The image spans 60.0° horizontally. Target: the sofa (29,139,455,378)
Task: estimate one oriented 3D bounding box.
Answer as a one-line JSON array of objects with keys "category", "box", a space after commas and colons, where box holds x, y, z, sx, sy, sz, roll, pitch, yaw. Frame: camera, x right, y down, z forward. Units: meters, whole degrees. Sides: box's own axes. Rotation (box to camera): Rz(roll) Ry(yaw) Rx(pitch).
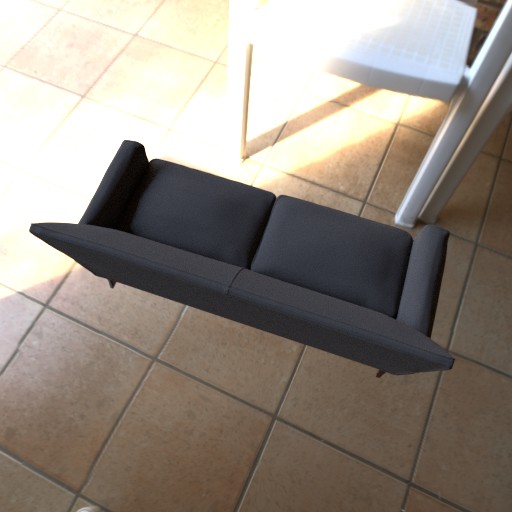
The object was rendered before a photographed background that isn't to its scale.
[{"category": "sofa", "box": [0.000, 0.000, 2.515, 2.002, 0.907, 0.843, 17, 66, 8]}]
